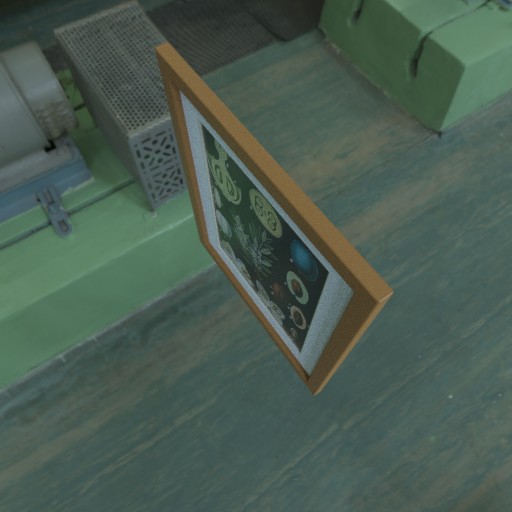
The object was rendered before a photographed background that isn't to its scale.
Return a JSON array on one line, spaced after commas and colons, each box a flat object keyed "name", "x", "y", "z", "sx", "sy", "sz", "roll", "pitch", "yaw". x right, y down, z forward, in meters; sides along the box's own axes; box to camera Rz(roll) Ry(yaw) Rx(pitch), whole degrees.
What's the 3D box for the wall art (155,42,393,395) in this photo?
[{"name": "wall art", "x": 0.000, "y": 0.000, "z": 0.765, "sx": 0.021, "sy": 0.550, "sz": 0.449, "roll": -32, "pitch": 68, "yaw": -15}]
